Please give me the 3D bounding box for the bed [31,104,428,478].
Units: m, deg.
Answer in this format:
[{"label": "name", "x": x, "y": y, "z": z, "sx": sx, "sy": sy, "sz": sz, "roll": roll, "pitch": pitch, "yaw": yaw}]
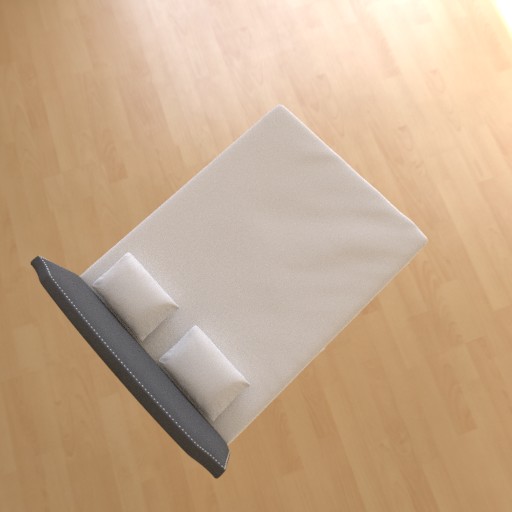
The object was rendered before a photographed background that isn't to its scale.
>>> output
[{"label": "bed", "x": 0.000, "y": 0.000, "z": 2.897, "sx": 1.999, "sy": 1.270, "sz": 1.558, "roll": -43, "pitch": 80, "yaw": -9}]
